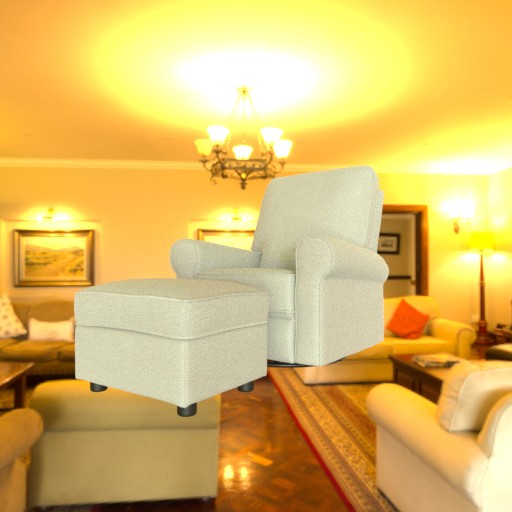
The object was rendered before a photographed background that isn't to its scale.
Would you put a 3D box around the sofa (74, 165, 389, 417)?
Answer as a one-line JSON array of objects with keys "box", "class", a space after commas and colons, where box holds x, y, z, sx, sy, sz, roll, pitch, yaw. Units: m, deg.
[{"box": [0.000, 0.000, 1.989, 0.880, 0.959, 1.478, 0, -1, 35], "class": "sofa"}]
